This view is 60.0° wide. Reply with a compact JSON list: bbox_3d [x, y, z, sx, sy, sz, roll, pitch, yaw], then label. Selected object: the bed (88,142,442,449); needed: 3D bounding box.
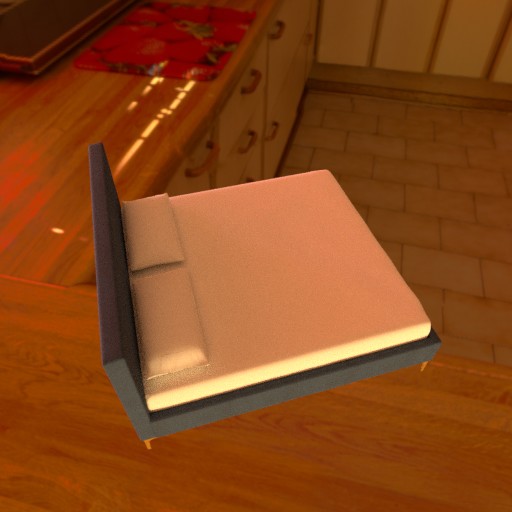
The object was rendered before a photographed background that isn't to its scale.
[{"bbox_3d":[0.000,0.000,3.562,2.232,1.231,2.096,-12,48,-11],"label":"bed"}]
